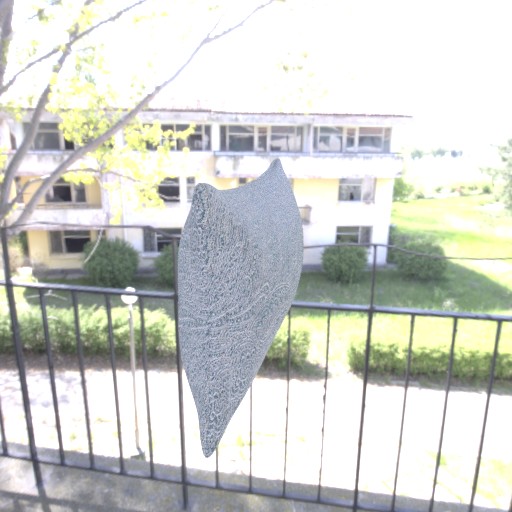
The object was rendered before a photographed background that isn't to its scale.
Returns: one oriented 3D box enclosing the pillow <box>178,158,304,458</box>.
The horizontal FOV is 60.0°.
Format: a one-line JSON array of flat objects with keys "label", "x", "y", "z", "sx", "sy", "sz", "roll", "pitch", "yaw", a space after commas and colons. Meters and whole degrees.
[{"label": "pillow", "x": 0.000, "y": 0.000, "z": 0.731, "sx": 0.151, "sy": 0.295, "sz": 0.615, "roll": 2, "pitch": 15, "yaw": 9}]
